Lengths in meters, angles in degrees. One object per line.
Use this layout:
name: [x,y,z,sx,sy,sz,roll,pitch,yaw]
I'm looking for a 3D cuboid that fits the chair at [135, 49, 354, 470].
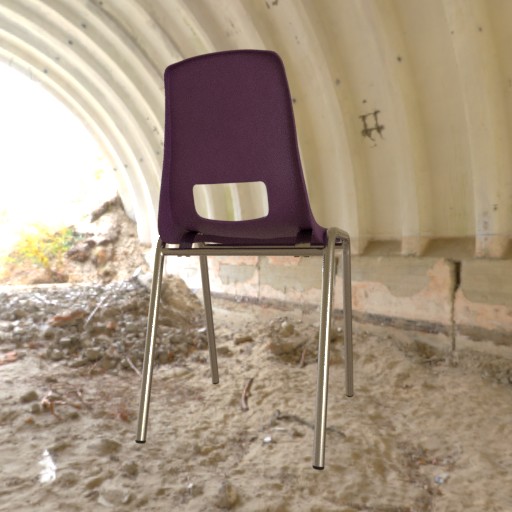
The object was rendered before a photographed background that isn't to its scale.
chair: [0.000,0.000,0.961,0.381,0.704,0.432,0,0,17]
